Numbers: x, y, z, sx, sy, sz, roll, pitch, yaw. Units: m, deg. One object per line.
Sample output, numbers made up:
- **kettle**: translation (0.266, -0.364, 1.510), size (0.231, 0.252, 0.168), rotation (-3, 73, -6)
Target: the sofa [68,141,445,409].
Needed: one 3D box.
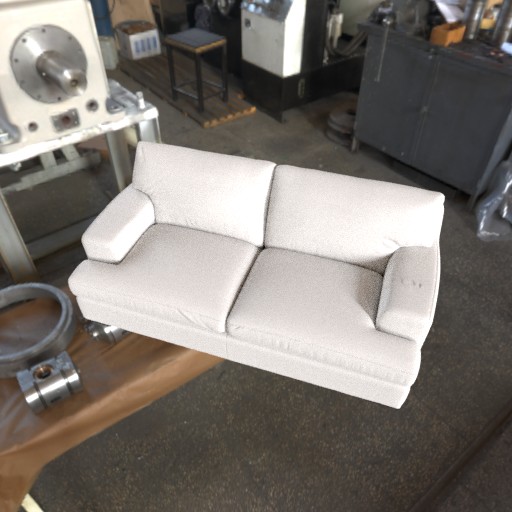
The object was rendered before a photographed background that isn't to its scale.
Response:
- **sofa**: translation (0.000, 0.000, 2.912), size (2.261, 0.940, 1.143), rotation (13, 43, 14)
